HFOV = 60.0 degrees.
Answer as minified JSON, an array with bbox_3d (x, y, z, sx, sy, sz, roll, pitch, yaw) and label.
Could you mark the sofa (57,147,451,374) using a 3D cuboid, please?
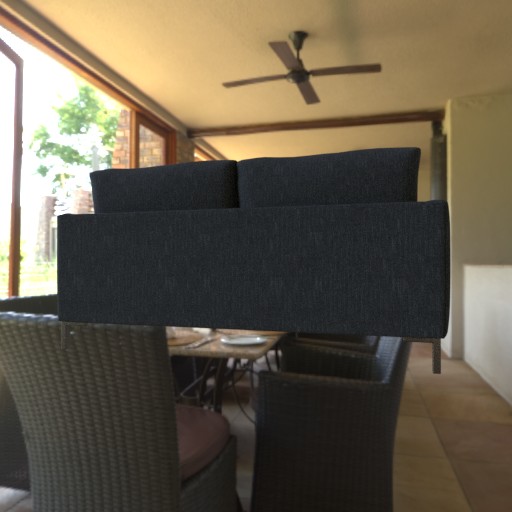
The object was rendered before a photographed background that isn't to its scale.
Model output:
[{"bbox_3d":[0.000,0.000,2.225,1.716,0.862,0.866,0,-1,17],"label":"sofa"}]
